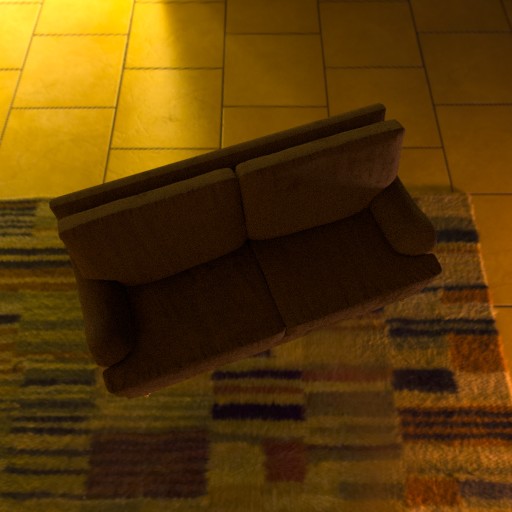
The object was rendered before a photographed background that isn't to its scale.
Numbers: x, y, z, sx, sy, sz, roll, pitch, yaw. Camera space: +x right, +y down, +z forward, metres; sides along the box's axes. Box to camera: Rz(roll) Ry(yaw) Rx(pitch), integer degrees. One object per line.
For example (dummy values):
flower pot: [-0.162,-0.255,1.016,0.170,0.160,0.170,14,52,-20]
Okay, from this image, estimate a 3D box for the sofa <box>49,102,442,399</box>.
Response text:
sofa: [0.000,0.000,2.816,2.165,1.087,1.086,-19,66,-9]
